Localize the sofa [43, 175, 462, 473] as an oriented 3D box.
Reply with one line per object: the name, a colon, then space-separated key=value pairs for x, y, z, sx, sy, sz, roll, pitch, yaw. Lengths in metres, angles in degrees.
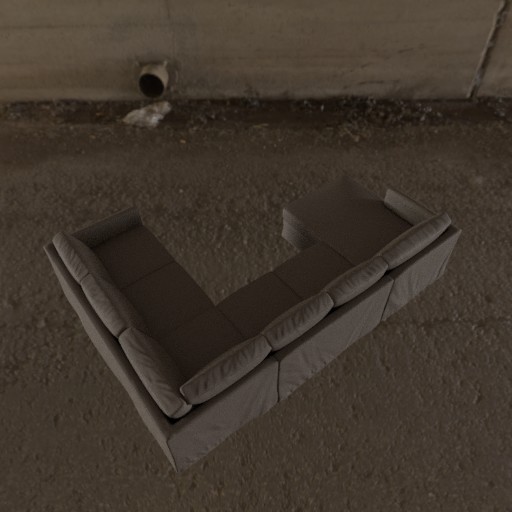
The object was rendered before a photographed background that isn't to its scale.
sofa: x=0.000 y=0.000 z=4.623 sx=3.528 sy=0.878 sz=2.476 roll=-30 pitch=54 yaw=-25
